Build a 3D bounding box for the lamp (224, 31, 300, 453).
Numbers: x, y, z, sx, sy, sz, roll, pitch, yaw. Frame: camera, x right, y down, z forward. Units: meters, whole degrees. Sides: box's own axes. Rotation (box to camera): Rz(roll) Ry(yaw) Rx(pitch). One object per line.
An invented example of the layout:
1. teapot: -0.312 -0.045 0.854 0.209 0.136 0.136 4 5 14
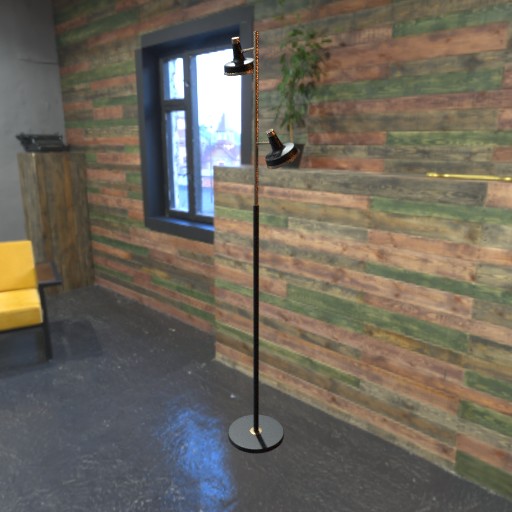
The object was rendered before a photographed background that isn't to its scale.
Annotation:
1. lamp: 0.000 0.000 1.808 0.351 1.674 0.253 13 19 43
